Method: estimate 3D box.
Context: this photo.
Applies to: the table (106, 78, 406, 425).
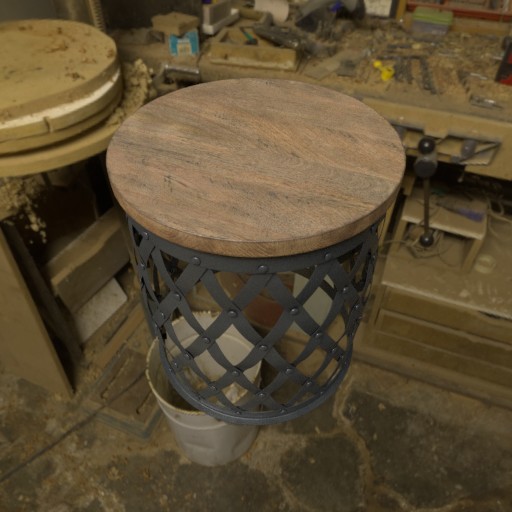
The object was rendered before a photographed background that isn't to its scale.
[{"bbox_3d":[0.000,0.000,0.774,0.405,0.454,0.405,0,45,0],"label":"table"}]
